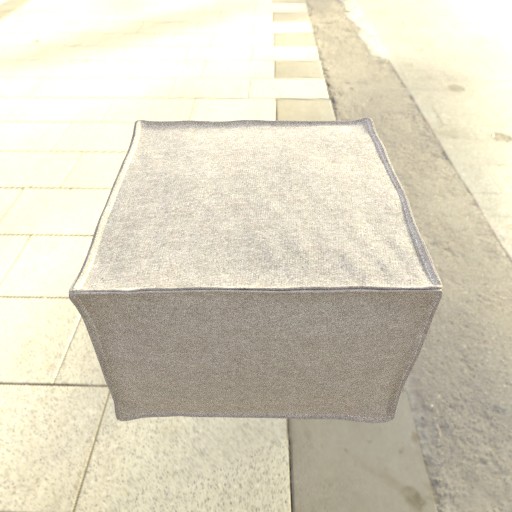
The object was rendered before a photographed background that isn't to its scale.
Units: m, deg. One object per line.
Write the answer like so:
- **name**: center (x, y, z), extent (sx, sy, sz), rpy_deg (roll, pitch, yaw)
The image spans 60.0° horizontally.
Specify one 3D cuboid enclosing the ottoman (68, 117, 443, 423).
- **ottoman**: center (0.000, 0.000, 1.153), extent (0.696, 0.470, 0.707), rpy_deg (0, 42, -1)
